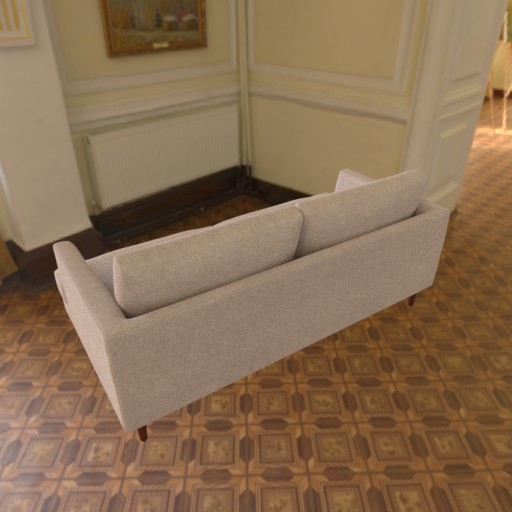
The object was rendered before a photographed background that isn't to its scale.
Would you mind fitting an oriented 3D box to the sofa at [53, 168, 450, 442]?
[{"bbox_3d":[0.000,0.000,2.462,1.948,0.868,1.020,-19,35,-28],"label":"sofa"}]
